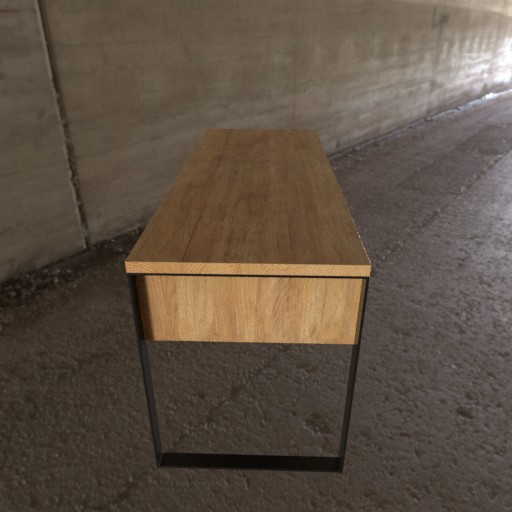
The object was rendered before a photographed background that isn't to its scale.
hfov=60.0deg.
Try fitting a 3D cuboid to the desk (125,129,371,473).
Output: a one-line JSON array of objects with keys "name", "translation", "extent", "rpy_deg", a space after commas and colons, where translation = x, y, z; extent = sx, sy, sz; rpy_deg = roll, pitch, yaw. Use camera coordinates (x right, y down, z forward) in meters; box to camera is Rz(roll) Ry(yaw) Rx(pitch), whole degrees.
[{"name": "desk", "translation": [0.000, 0.000, 1.917], "extent": [0.600, 0.760, 1.520], "rpy_deg": [1, 28, 2]}]
